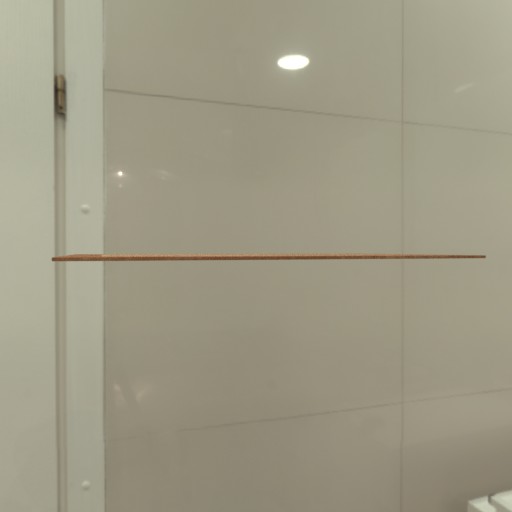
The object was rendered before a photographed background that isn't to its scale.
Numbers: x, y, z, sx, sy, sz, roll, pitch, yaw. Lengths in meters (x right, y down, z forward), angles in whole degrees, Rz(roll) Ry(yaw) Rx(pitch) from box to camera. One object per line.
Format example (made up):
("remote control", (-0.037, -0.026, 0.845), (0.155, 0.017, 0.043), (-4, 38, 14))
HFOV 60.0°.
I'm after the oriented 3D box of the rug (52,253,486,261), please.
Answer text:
("rug", (0.000, 0.000, 2.322), (1.829, 0.014, 1.219), (0, 1, -19))
